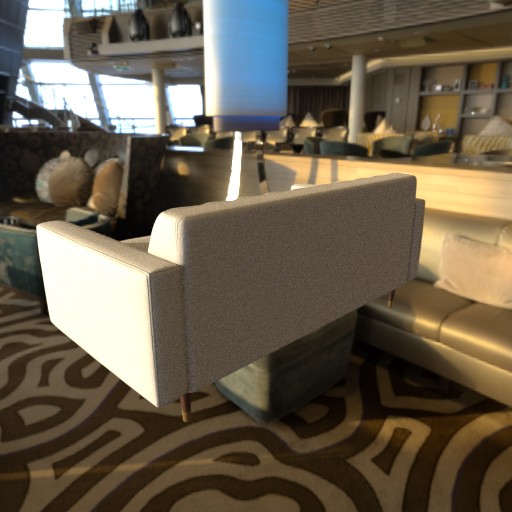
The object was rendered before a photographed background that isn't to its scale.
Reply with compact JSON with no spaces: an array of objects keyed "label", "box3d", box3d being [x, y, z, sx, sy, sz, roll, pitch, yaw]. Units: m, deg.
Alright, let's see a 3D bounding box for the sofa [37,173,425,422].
[{"label":"sofa","box3d":[0.000,0.000,2.359,1.895,0.814,0.969,-16,23,-42]}]
